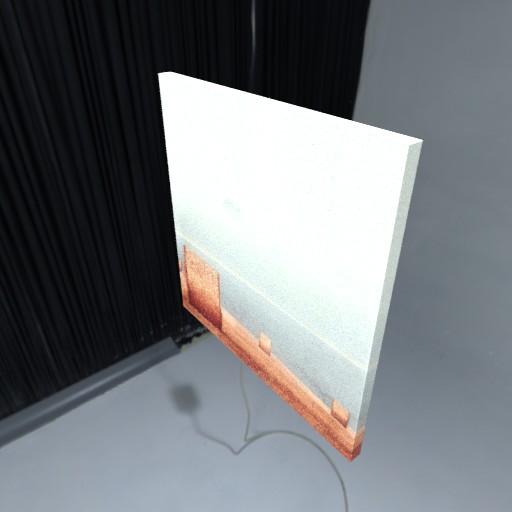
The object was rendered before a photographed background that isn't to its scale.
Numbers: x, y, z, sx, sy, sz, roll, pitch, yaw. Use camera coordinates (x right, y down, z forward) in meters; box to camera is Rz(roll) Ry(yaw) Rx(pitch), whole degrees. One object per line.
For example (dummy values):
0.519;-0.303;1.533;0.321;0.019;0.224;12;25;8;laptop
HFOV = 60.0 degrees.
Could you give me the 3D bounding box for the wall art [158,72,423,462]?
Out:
0.000;0.000;1.105;0.042;0.760;0.760;-23;38;-32;wall art
